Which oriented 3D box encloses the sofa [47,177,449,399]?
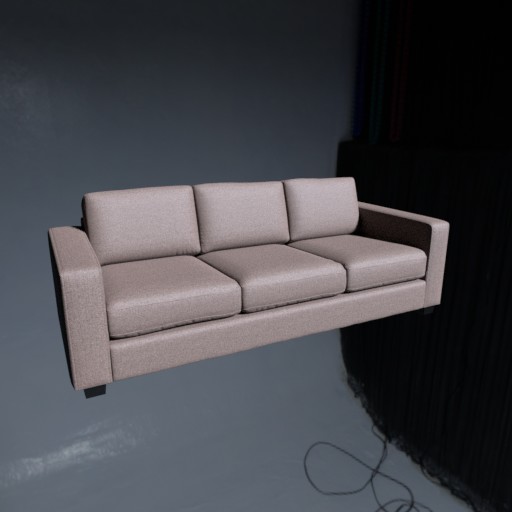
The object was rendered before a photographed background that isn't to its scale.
[{"bbox_3d":[0.000,0.000,2.597,2.160,0.806,0.900,-8,18,-26],"label":"sofa"}]
